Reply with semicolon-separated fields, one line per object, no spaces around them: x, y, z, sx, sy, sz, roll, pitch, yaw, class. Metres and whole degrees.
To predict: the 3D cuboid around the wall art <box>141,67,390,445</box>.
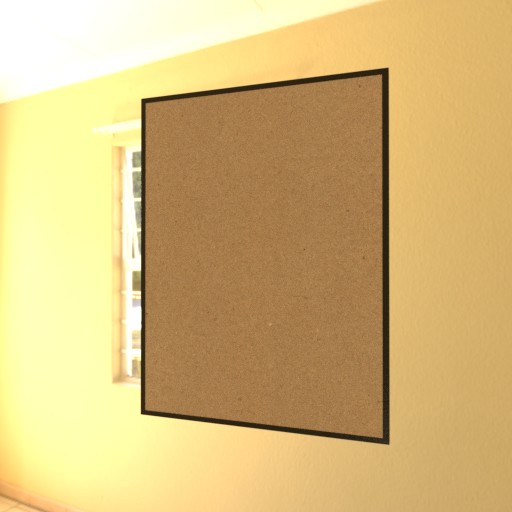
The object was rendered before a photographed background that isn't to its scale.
0.000;0.000;1.368;0.788;1.046;0.043;0;0;18;wall art
